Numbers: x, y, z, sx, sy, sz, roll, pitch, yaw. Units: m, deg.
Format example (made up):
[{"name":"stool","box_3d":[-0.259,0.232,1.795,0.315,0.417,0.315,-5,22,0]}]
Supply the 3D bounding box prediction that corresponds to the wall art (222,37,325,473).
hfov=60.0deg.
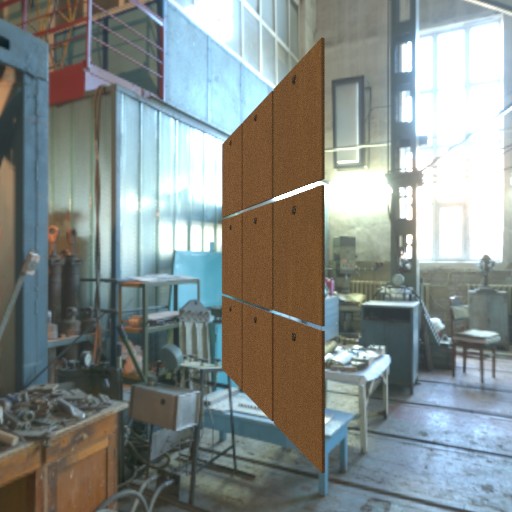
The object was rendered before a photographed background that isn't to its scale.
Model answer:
[{"name":"wall art","box_3d":[0.000,0.000,2.275,0.023,1.522,1.526,0,0,-18]}]
